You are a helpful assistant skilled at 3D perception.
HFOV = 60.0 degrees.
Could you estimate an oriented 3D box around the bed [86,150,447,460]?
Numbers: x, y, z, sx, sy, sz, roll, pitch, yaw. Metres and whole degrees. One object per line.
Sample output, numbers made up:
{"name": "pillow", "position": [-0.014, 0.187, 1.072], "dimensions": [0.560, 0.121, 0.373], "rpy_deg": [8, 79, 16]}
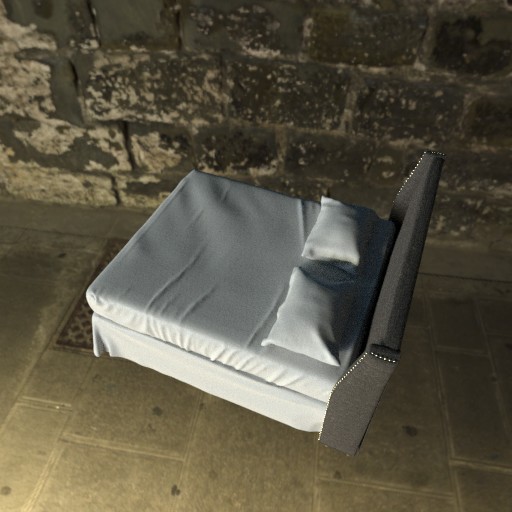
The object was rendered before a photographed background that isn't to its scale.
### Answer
{"name": "bed", "position": [0.000, 0.000, 3.437], "dimensions": [2.276, 1.332, 1.925], "rpy_deg": [17, 49, 16]}
